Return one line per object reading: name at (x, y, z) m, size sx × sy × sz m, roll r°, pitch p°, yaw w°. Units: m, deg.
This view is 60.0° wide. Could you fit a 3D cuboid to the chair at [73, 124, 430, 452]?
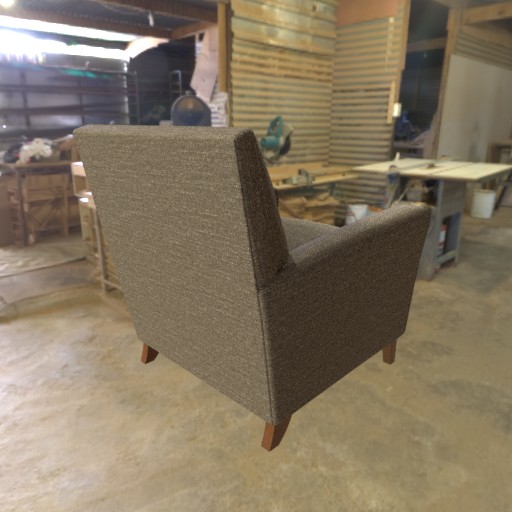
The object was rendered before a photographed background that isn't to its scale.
chair at (0.000, 0.000, 1.555) m, size 0.875 × 0.885 × 0.838 m, roll -16°, pitch 23°, yaw -42°
